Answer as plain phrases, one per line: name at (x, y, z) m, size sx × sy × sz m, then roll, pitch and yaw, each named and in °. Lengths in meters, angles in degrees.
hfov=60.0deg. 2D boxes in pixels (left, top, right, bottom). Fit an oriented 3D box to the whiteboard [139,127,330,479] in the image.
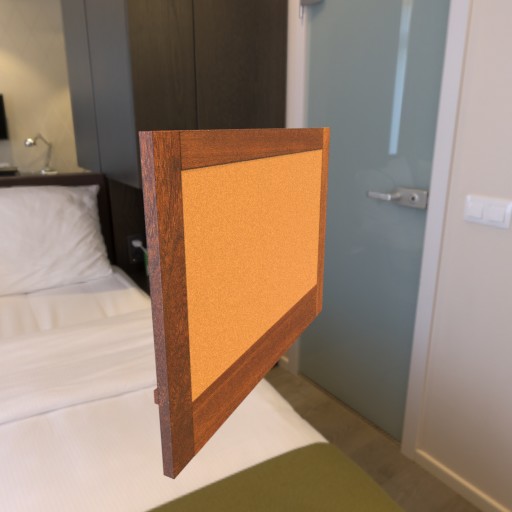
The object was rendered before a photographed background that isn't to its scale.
whiteboard at (0.000, 0.000, 1.013) m, size 0.083 × 0.559 × 0.783 m, roll 8°, pitch 18°, yaw 25°
